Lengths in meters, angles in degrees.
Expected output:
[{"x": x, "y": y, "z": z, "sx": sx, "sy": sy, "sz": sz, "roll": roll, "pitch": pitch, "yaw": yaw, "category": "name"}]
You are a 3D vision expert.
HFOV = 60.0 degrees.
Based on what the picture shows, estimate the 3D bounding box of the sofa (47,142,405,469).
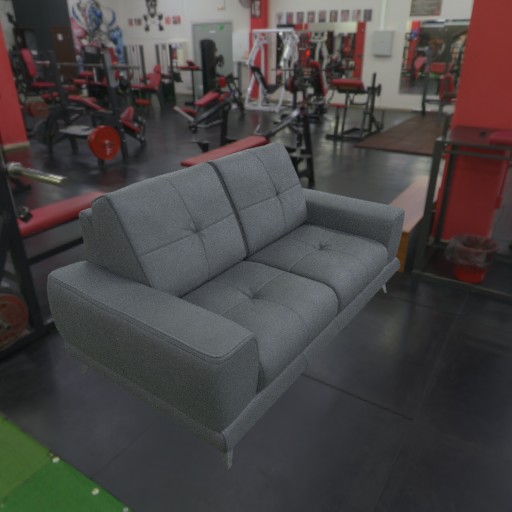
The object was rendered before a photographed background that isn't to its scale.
[{"x": 0.000, "y": 0.000, "z": 2.329, "sx": 1.018, "sy": 0.907, "sz": 1.806, "roll": 18, "pitch": 31, "yaw": 32, "category": "sofa"}]
